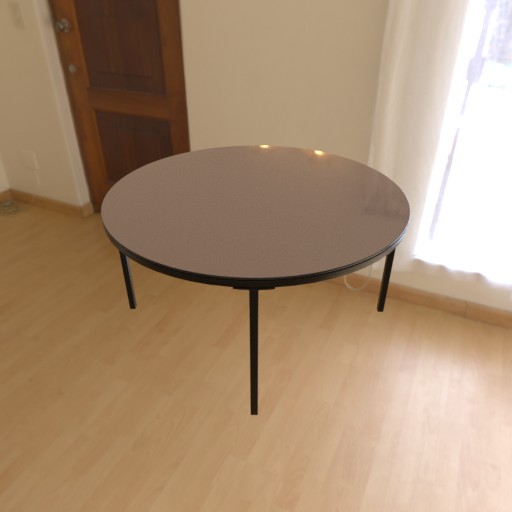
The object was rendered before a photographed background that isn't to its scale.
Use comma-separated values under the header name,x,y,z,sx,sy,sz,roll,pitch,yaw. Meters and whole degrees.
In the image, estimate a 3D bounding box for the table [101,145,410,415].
name,x,y,z,sx,sy,sz,roll,pitch,yaw
table,0.000,0.000,1.296,0.800,0.400,0.800,0,32,0
